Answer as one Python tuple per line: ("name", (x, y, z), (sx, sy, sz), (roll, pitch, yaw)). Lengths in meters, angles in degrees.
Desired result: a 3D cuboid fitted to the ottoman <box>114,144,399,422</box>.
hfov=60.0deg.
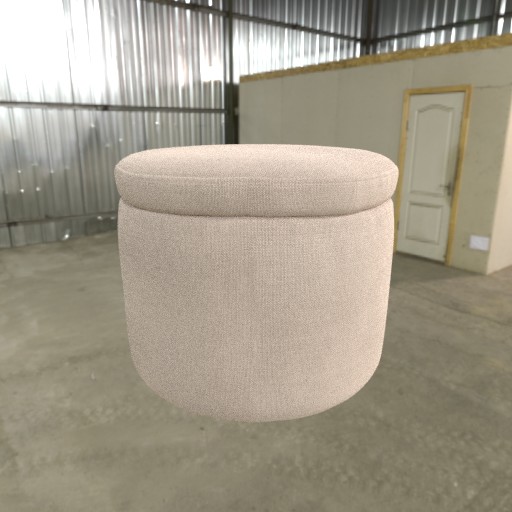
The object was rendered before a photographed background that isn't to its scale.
("ottoman", (0.000, 0.000, 0.849), (0.497, 0.409, 0.497), (0, 16, 0))
